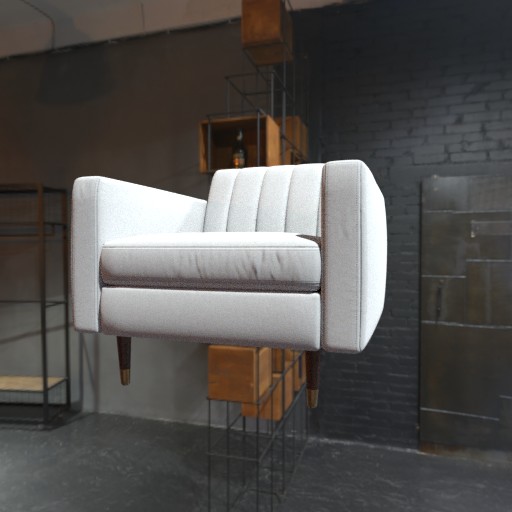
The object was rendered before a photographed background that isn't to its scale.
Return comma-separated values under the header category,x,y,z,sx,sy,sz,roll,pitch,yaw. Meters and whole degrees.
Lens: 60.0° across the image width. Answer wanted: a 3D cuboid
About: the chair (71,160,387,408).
category,x,y,z,sx,sy,sz,roll,pitch,yaw
chair,0.000,0.000,1.704,0.953,0.819,0.998,0,1,19
